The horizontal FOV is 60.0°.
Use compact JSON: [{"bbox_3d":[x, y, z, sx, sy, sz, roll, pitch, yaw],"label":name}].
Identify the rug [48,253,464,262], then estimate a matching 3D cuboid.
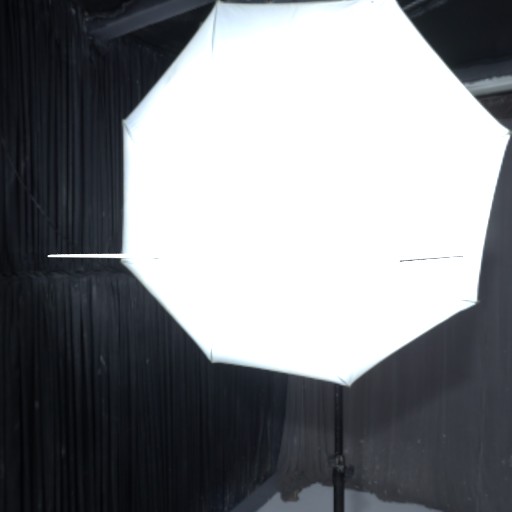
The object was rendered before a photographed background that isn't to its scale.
[{"bbox_3d":[0.000,0.000,3.506,2.746,0.018,1.819,1,1,33],"label":"rug"}]
